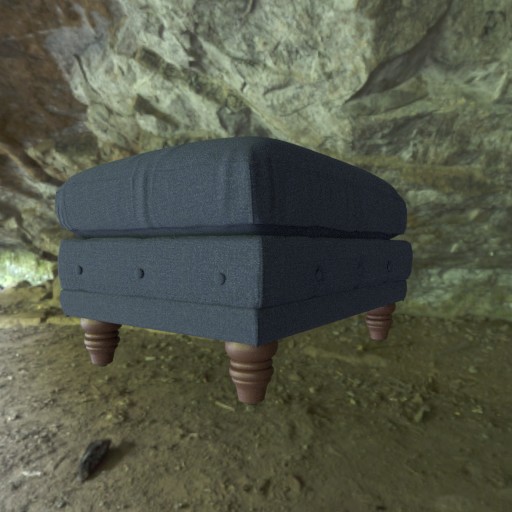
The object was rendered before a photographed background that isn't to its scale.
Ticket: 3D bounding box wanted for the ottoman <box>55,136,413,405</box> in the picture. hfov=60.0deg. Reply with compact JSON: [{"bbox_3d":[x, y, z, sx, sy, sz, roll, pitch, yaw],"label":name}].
[{"bbox_3d":[0.000,0.000,1.111,0.558,0.486,0.767,1,2,35],"label":"ottoman"}]
